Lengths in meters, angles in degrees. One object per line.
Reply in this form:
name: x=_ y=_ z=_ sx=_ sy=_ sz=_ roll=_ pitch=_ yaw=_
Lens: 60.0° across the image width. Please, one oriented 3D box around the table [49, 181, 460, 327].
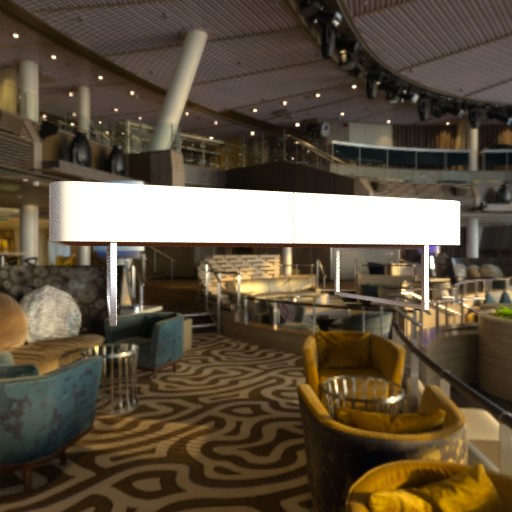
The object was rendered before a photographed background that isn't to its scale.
table: x=0.000 y=0.000 z=1.464 sx=1.200 sy=0.340 sz=0.600 roll=0 pitch=0 yaw=-19
